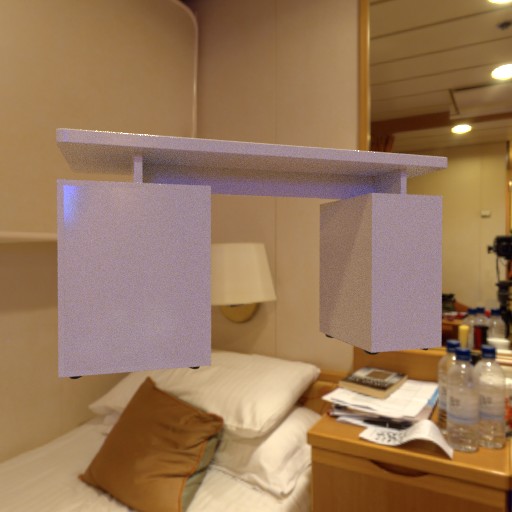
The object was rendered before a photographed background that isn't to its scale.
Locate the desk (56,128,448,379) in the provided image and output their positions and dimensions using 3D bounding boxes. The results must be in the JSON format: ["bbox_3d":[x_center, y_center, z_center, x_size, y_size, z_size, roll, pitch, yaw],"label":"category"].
[{"bbox_3d":[0.000,0.000,1.768,1.400,0.762,0.550,0,1,-17],"label":"desk"}]
